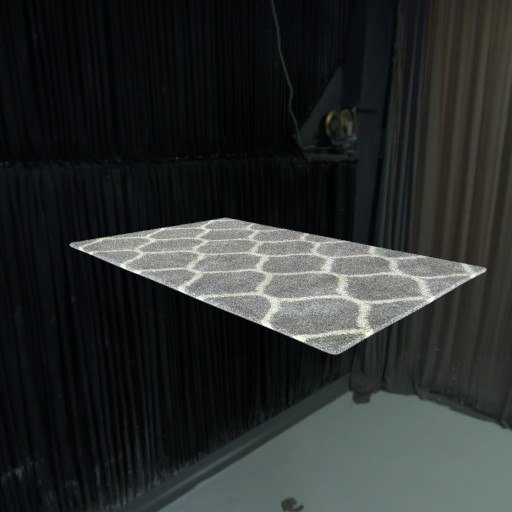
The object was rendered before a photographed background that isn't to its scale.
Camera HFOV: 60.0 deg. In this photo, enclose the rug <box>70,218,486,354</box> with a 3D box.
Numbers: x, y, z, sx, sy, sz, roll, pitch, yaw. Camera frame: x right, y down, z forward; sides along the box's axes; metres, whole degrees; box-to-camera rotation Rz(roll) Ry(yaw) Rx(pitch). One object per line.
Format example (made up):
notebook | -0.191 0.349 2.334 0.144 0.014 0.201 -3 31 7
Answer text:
rug | 0.000 0.000 2.904 1.501 0.025 2.348 -14 21 -43
